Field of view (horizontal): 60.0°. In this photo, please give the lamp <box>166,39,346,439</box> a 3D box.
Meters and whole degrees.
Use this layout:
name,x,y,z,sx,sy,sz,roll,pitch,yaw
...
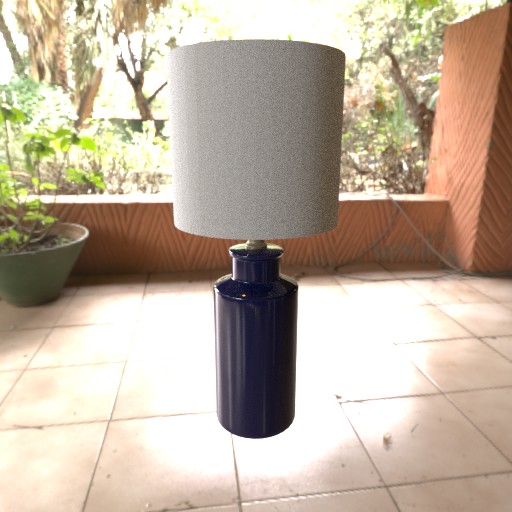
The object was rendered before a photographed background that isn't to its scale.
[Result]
name,x,y,z,sx,sy,sz,roll,pitch,yaw
lamp,0.000,0.000,0.596,0.212,0.493,0.212,-2,15,-9
